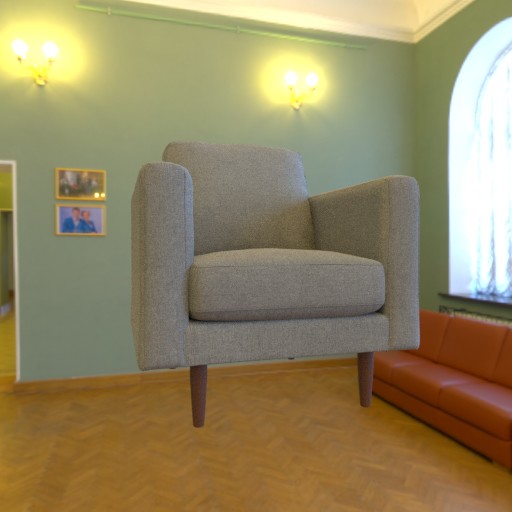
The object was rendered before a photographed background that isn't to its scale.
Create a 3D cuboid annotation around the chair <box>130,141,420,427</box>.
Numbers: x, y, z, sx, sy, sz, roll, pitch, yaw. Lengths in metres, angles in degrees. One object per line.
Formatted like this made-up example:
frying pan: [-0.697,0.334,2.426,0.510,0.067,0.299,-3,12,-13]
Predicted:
chair: [0.000,0.000,1.594,0.855,0.927,0.800,0,1,-17]
